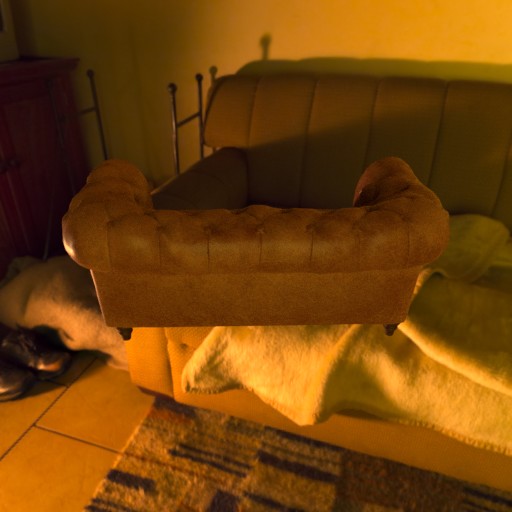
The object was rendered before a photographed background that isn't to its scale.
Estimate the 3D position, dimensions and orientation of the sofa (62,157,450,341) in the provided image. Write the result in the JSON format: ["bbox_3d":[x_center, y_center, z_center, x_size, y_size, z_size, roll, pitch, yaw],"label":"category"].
[{"bbox_3d":[0.000,0.000,2.521,1.979,0.877,1.042,-1,29,-1],"label":"sofa"}]
